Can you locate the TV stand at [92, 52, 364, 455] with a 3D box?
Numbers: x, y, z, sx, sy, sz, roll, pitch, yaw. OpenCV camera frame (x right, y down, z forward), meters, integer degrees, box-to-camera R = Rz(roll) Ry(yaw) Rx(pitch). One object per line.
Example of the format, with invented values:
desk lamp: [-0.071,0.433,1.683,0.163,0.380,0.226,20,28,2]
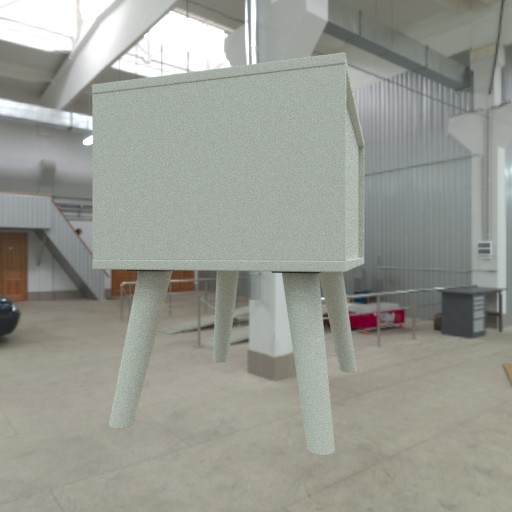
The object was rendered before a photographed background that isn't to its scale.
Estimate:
TV stand: [0.000,0.000,0.907,0.405,0.559,0.508,0,0,17]
